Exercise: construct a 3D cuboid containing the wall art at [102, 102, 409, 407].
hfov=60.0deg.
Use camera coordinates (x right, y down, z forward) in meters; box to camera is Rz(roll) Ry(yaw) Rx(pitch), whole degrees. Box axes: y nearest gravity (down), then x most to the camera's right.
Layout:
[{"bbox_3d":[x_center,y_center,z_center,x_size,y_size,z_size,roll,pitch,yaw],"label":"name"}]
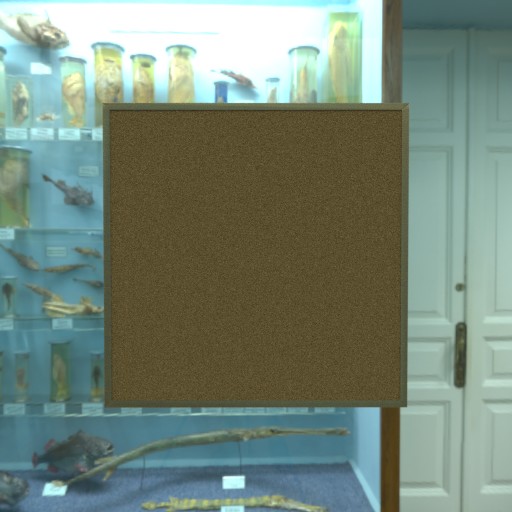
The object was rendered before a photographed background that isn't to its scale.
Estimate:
[{"bbox_3d":[0.000,0.000,0.752,0.505,0.505,0.037,0,1,0],"label":"wall art"}]
